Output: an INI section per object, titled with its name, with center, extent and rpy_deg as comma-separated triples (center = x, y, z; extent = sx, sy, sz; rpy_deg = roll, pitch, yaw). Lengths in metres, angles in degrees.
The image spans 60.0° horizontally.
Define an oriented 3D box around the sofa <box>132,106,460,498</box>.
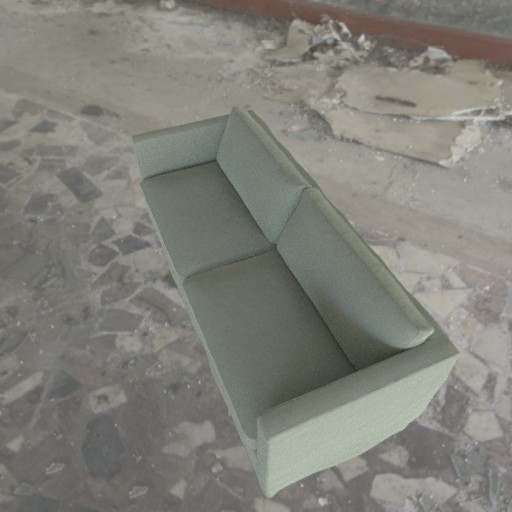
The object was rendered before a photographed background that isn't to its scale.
[sofa]
center = 0.000, 0.000, 2.698
extent = 0.962, 0.853, 2.312
rpy_deg = -18, 50, -16
